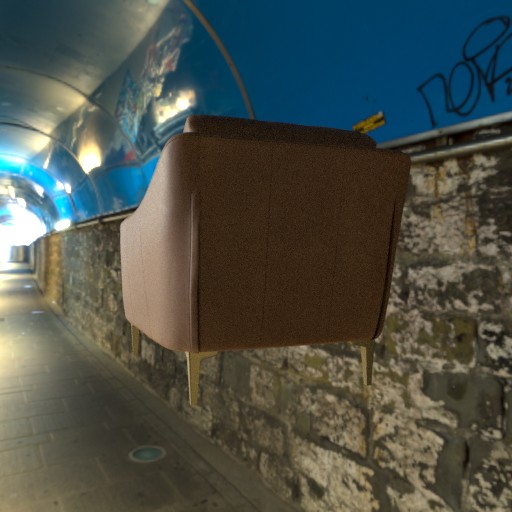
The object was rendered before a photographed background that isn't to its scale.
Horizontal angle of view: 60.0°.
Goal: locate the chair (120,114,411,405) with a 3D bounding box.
[{"bbox_3d":[0.000,0.000,1.736,0.988,0.895,0.963,0,1,-19],"label":"chair"}]
